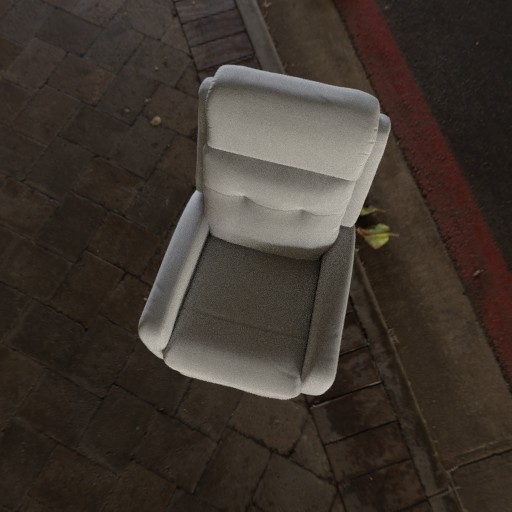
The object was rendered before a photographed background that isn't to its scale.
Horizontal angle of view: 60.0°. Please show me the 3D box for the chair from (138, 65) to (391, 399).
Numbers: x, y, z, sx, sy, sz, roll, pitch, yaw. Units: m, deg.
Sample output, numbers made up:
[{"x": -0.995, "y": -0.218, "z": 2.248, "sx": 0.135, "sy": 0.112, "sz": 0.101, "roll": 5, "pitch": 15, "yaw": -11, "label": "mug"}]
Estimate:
[{"x": 0.000, "y": 0.000, "z": 1.765, "sx": 0.798, "sy": 1.013, "sz": 1.043, "roll": 14, "pitch": 75, "yaw": 4, "label": "chair"}]
